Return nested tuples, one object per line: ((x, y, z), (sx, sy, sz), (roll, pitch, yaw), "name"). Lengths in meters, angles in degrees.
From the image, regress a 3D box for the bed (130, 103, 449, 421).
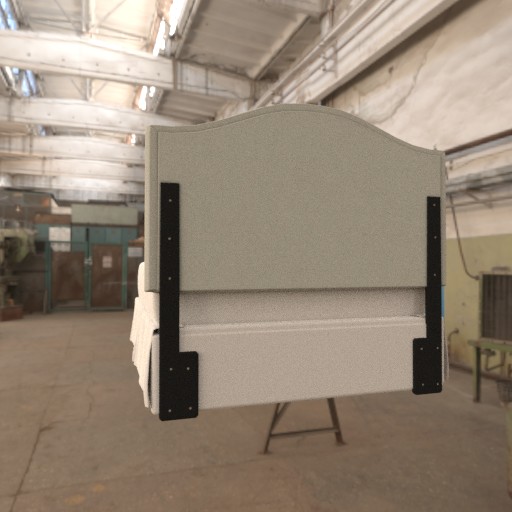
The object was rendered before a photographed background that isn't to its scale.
((0.000, 0.000, 3.387), (1.813, 1.607, 2.180), (0, -1, -17), "bed")
